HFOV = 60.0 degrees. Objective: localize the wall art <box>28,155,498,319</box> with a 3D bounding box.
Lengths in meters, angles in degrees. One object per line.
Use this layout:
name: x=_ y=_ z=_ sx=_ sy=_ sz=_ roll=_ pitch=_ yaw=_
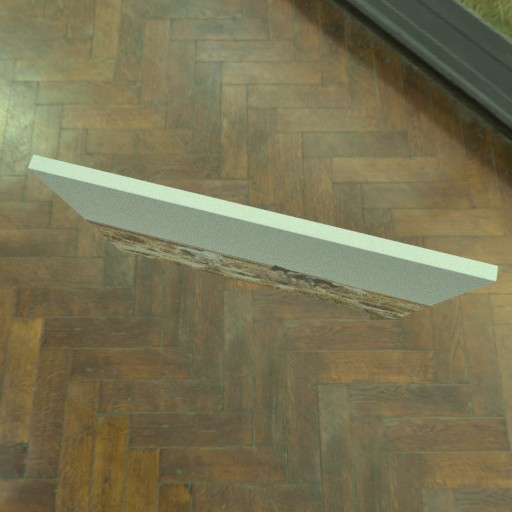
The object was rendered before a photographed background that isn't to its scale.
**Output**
wall art: x=0.000 y=0.000 z=1.891 sx=1.520 sy=1.016 sz=0.051 roll=14 pitch=76 yaw=4
